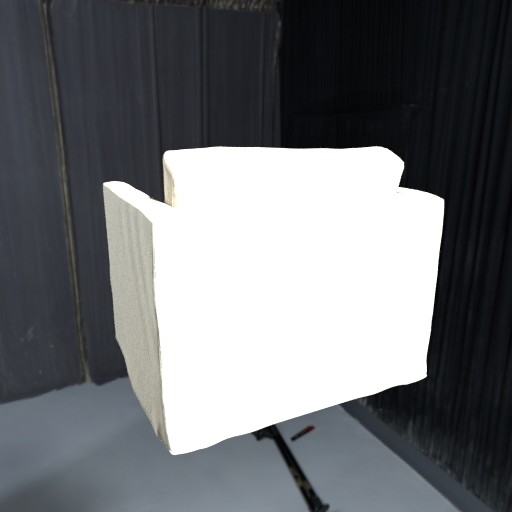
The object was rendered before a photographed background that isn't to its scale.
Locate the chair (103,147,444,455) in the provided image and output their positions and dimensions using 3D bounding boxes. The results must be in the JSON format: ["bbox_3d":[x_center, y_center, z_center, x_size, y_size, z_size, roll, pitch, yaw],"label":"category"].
[{"bbox_3d":[0.000,0.000,1.783,1.057,0.867,0.949,-7,17,-25],"label":"chair"}]
